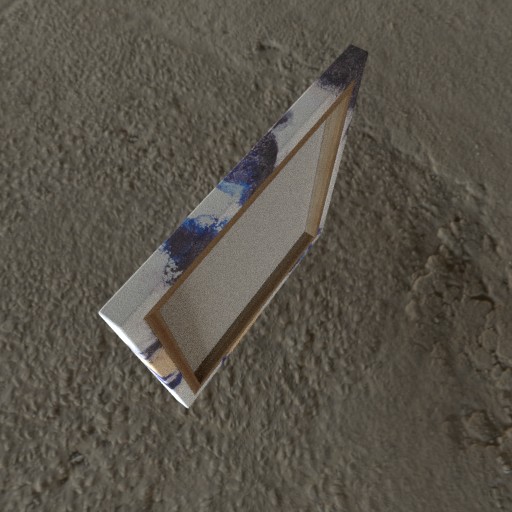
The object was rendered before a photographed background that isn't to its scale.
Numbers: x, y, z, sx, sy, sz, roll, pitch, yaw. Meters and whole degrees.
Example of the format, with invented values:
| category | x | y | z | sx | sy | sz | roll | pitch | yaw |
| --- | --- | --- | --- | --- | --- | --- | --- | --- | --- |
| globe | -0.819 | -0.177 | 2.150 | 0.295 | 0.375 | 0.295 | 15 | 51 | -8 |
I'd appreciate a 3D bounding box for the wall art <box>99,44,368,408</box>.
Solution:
| category | x | y | z | sx | sy | sz | roll | pitch | yaw |
| --- | --- | --- | --- | --- | --- | --- | --- | --- | --- |
| wall art | 0.000 | 0.000 | 0.919 | 0.039 | 0.609 | 0.609 | 33 | 67 | 16 |
